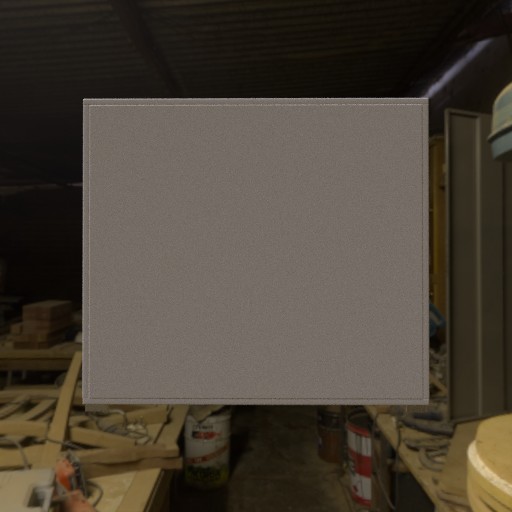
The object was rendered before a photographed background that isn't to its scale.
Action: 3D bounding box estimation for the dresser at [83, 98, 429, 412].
[{"bbox_3d":[0.000,0.000,1.636,1.100,1.000,0.460,0,0,0],"label":"dresser"}]
